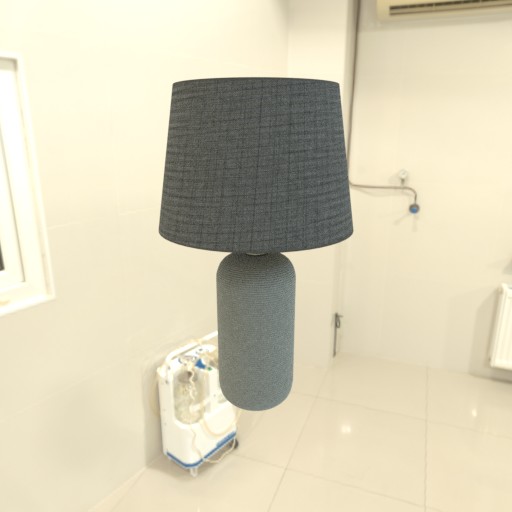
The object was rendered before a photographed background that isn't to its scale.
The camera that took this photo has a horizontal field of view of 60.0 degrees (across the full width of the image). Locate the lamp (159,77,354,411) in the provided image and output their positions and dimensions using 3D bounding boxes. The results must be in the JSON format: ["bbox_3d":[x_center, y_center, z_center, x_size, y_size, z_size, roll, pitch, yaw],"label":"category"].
[{"bbox_3d":[0.000,0.000,0.596,0.251,0.429,0.251,0,17,0],"label":"lamp"}]
